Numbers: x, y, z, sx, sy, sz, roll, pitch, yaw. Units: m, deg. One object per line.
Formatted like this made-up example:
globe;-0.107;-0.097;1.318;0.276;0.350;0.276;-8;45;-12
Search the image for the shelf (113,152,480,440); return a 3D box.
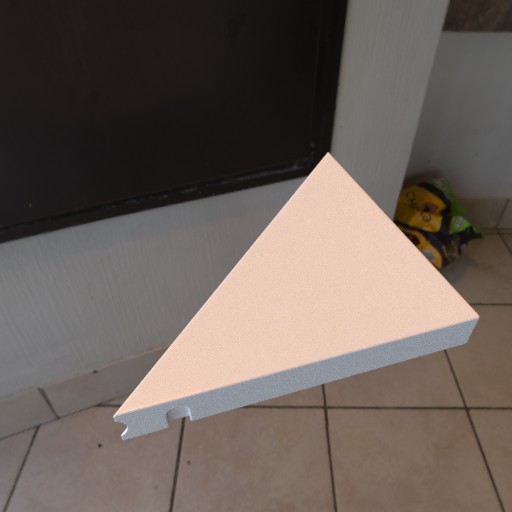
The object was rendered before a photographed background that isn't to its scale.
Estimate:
shelf;0.000;0.000;0.448;0.296;0.035;0.296;-12;43;-13
